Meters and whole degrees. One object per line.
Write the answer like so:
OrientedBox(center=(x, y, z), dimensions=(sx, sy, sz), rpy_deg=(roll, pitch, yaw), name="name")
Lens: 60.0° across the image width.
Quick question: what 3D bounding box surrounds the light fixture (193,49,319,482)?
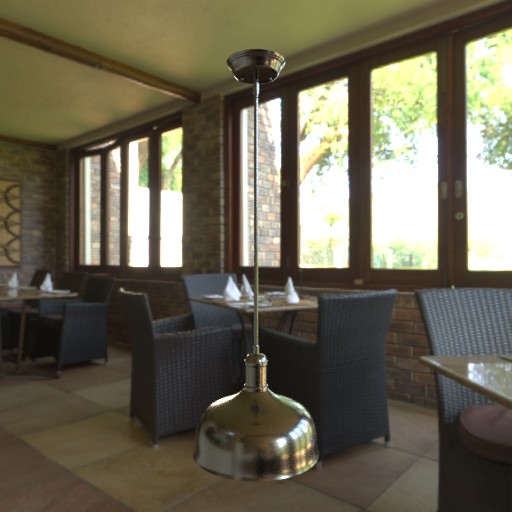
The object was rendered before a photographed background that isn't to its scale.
OrientedBox(center=(0.000, 0.000, 1.069), dimensions=(0.299, 0.935, 0.299), rpy_deg=(0, -1, -1), name="light fixture")
